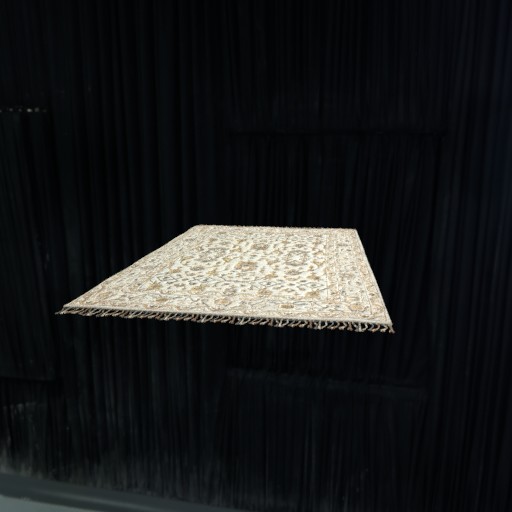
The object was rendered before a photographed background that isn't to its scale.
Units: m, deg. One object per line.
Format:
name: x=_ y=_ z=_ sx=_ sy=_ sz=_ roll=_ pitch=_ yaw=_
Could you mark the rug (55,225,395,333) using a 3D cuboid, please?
rug: x=0.000 y=0.000 z=3.096 sx=1.529 sy=0.027 sz=2.434 roll=2 pitch=14 yaw=8
